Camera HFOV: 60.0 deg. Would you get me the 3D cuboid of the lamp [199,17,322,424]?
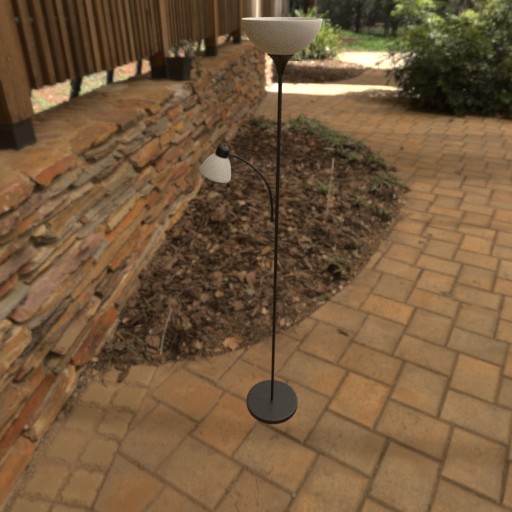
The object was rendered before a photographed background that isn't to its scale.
[{"bbox_3d":[0.000,0.000,1.910,0.442,1.804,0.279,1,30,2],"label":"lamp"}]
